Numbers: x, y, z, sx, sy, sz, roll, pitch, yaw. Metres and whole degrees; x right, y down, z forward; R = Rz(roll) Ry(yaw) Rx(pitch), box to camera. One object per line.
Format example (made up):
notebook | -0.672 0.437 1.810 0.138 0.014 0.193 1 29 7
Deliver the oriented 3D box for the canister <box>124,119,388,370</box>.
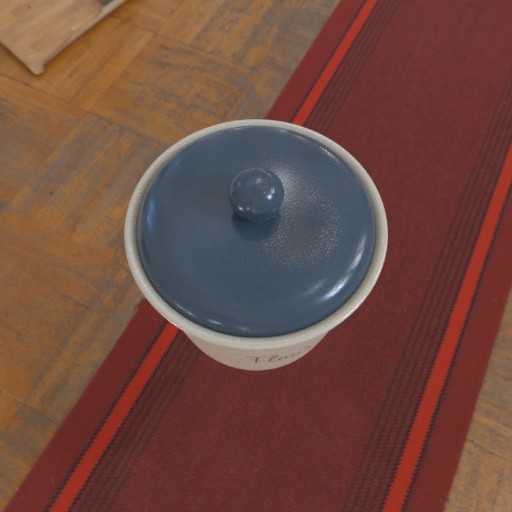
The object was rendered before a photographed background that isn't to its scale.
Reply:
canister | 0.000 0.000 0.360 0.182 0.208 0.182 0 64 0
